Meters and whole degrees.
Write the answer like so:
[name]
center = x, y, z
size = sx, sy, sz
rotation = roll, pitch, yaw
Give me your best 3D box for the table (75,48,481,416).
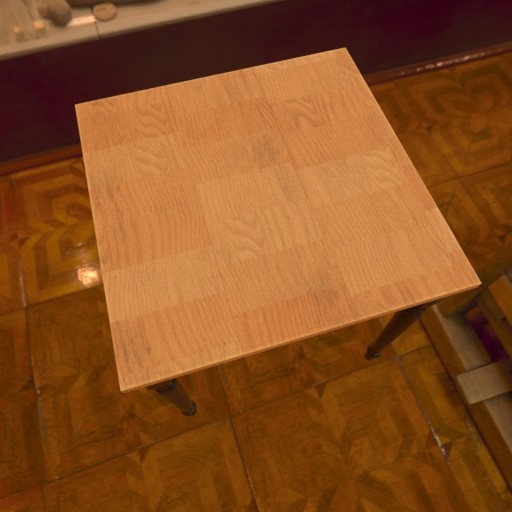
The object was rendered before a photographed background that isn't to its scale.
[table]
center = 0.000, 0.000, 1.355
size = 0.747, 0.738, 0.747
rotation = -15, 64, -7
